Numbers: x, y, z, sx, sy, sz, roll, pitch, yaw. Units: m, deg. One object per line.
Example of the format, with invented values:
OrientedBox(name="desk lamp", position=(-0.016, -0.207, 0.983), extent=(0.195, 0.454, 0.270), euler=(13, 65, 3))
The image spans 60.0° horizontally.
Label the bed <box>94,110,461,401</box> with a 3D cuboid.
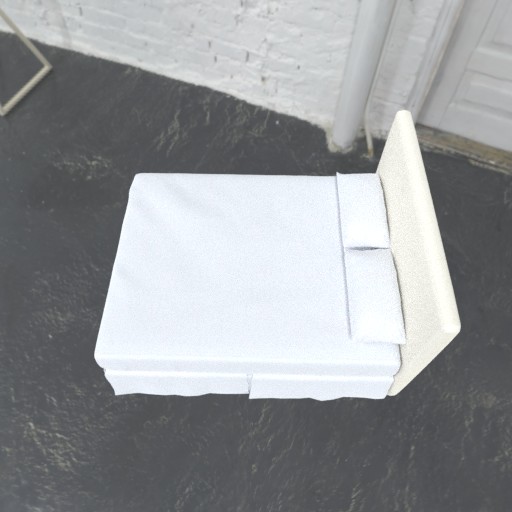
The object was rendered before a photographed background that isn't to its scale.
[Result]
OrientedBox(name="bed", position=(0.000, 0.000, 3.206), extent=(2.142, 1.330, 1.713), euler=(1, 58, 1))
